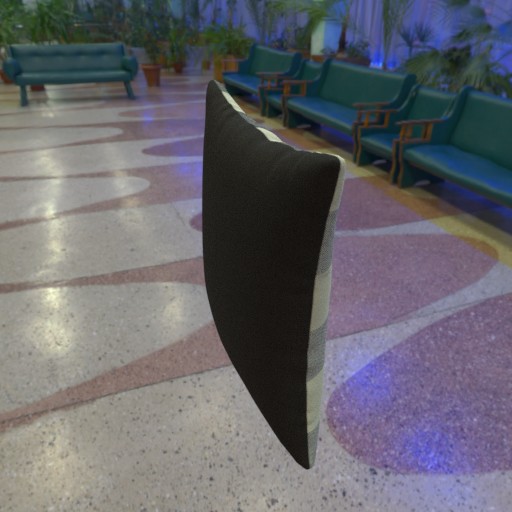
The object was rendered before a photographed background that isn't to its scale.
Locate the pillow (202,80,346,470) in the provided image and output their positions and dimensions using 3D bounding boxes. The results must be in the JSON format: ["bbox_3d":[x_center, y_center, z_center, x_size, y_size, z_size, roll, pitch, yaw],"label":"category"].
[{"bbox_3d":[0.000,0.000,0.778,0.161,0.509,0.511,-10,32,-17],"label":"pillow"}]
